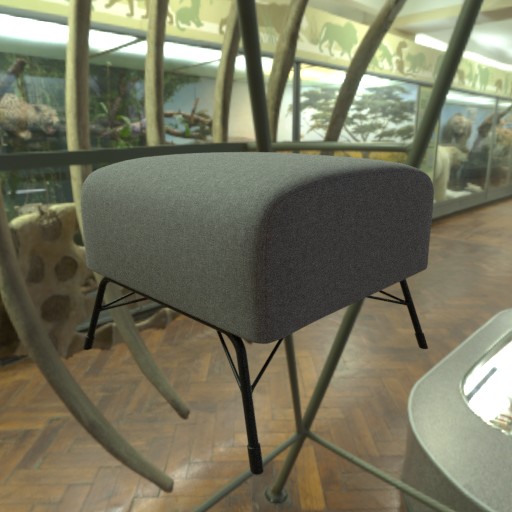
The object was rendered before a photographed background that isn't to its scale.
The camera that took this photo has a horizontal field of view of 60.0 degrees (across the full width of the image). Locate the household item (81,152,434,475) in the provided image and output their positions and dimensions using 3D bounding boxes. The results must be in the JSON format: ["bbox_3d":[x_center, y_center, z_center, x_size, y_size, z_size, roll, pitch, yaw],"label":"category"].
[{"bbox_3d":[0.000,0.000,0.902,0.530,0.410,0.530,15,21,43],"label":"household item"}]
